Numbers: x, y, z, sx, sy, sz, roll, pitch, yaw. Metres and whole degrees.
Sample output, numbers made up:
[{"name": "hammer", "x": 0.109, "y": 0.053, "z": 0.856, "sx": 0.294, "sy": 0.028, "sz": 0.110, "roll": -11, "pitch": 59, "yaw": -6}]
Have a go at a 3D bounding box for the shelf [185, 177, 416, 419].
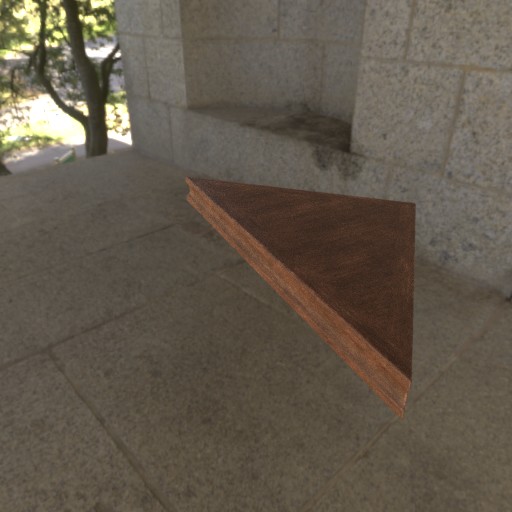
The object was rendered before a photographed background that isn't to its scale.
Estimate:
[{"name": "shelf", "x": 0.000, "y": 0.000, "z": 0.441, "sx": 0.296, "sy": 0.035, "sz": 0.296, "roll": 9, "pitch": 31, "yaw": 16}]
